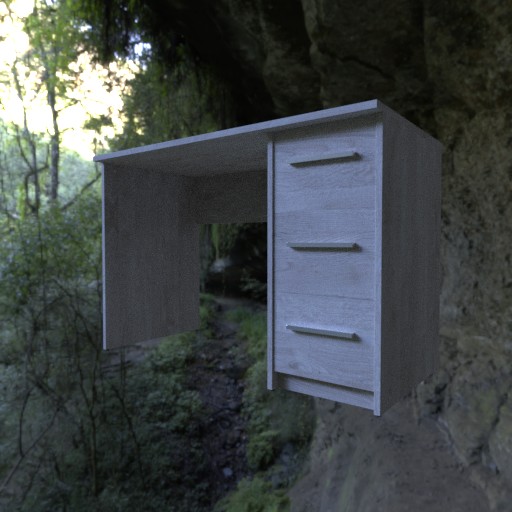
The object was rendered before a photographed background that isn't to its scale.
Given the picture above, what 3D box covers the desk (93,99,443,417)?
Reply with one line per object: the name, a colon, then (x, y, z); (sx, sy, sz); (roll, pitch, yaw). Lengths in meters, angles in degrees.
desk: (0.000, 0.000, 1.555); (1.097, 0.735, 0.560); (1, 2, 37)
